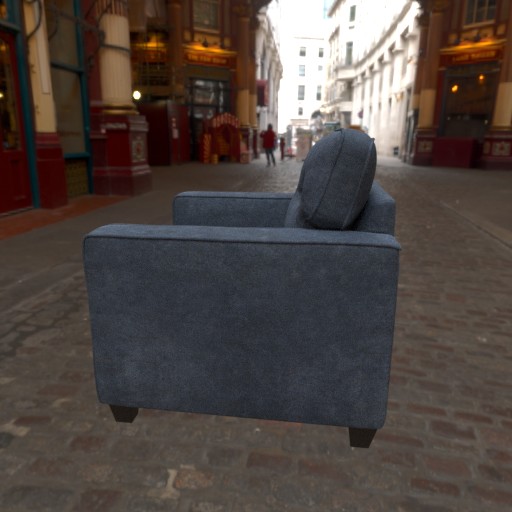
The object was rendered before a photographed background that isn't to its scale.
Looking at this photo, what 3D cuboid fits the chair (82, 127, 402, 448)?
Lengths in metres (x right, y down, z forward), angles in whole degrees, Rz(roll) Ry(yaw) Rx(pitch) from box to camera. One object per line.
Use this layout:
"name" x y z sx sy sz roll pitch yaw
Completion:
"chair" 0.000 0.000 1.747 0.939 0.965 1.015 2 16 8
